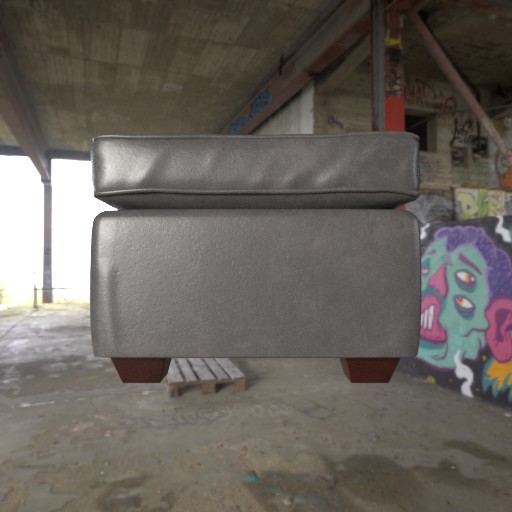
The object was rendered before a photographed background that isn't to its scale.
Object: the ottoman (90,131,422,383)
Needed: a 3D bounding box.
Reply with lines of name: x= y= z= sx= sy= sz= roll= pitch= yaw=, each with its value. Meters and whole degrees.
ottoman: x=0.000 y=0.000 z=1.079 sx=0.554 sy=0.445 sz=0.756 roll=0 pitch=-1 yaw=0
